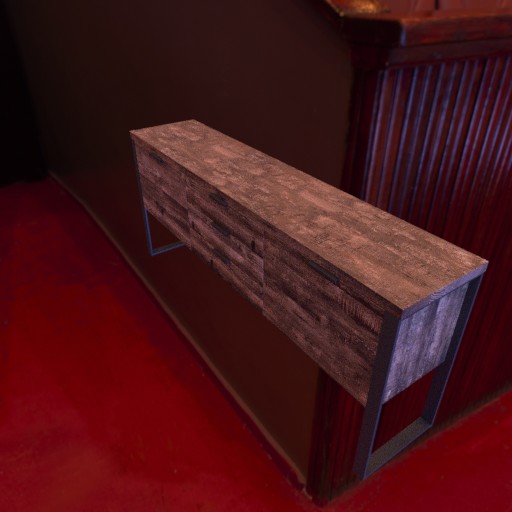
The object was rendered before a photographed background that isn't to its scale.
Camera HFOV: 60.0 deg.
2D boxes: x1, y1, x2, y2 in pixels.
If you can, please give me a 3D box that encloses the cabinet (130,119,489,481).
[{"bbox_3d":[0.000,0.000,2.023,0.395,0.762,1.800,-21,38,-29],"label":"cabinet"}]
